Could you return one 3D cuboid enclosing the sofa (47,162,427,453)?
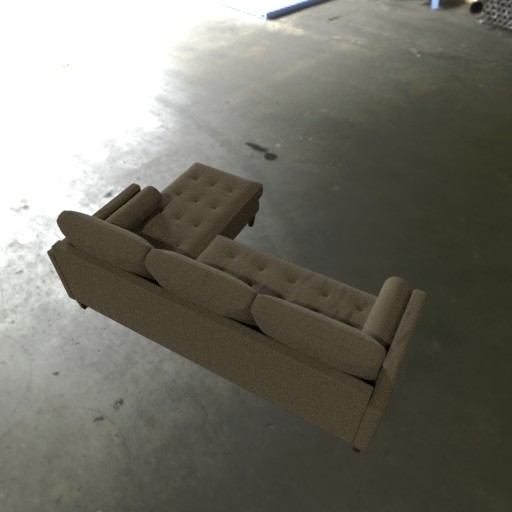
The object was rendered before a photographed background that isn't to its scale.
[{"bbox_3d":[0.000,0.000,2.969,2.178,0.875,1.506,22,49,20],"label":"sofa"}]
